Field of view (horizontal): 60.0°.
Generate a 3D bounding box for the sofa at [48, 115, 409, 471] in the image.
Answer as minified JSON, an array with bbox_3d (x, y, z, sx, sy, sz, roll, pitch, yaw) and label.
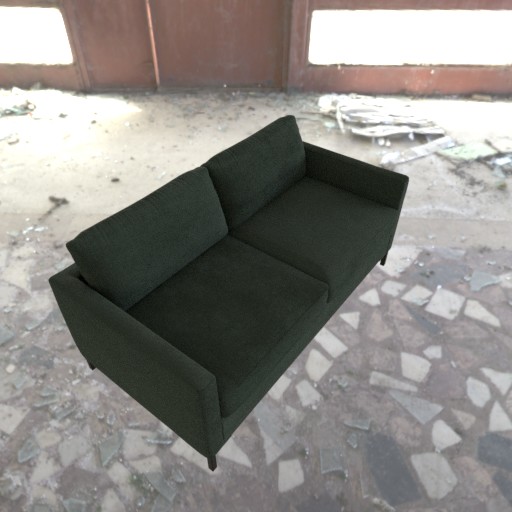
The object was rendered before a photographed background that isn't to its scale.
[{"bbox_3d":[0.000,0.000,2.215,0.875,0.817,1.676,27,48,27],"label":"sofa"}]
